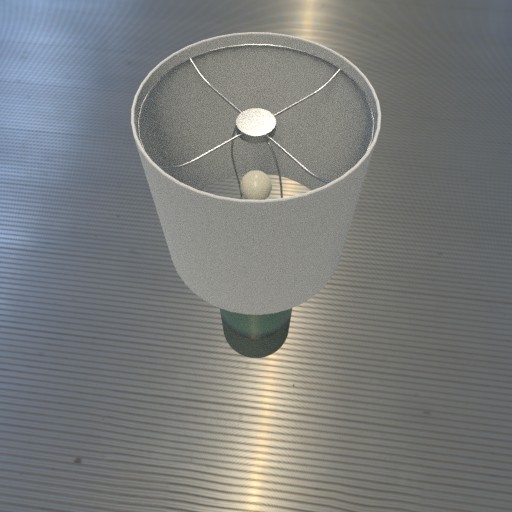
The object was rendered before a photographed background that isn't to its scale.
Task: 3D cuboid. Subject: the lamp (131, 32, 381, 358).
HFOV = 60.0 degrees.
[{"bbox_3d":[0.000,0.000,0.588,0.212,0.493,0.212,-34,64,-19],"label":"lamp"}]
